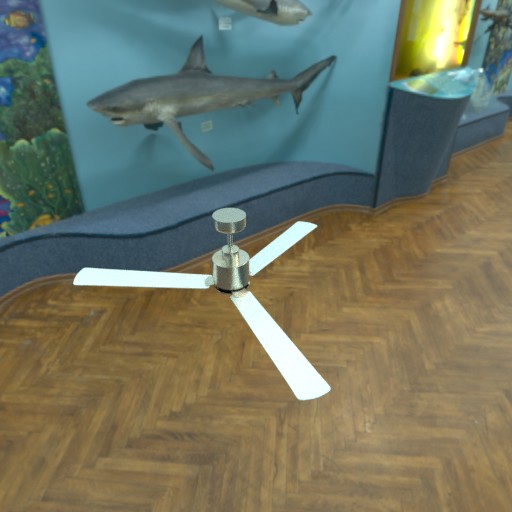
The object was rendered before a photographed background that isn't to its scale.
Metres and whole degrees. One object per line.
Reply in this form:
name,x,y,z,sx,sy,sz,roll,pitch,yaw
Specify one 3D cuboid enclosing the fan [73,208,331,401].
fan,0.000,0.000,2.348,1.561,0.446,1.531,-22,38,-32
